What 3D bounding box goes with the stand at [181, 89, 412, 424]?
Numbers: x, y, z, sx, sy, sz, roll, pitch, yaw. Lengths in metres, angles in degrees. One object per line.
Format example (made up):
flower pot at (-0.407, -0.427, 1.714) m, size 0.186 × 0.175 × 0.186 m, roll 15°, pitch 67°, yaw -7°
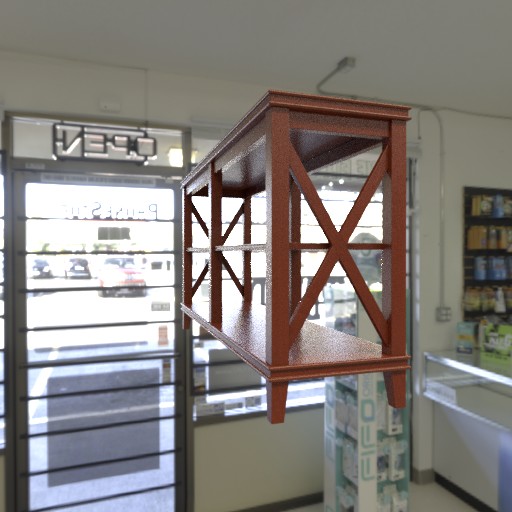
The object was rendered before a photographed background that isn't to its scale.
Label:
stand at (0.000, 0.000, 1.711) m, size 0.381 × 0.762 × 1.372 m, roll 0°, pitch 0°, yaw -18°
